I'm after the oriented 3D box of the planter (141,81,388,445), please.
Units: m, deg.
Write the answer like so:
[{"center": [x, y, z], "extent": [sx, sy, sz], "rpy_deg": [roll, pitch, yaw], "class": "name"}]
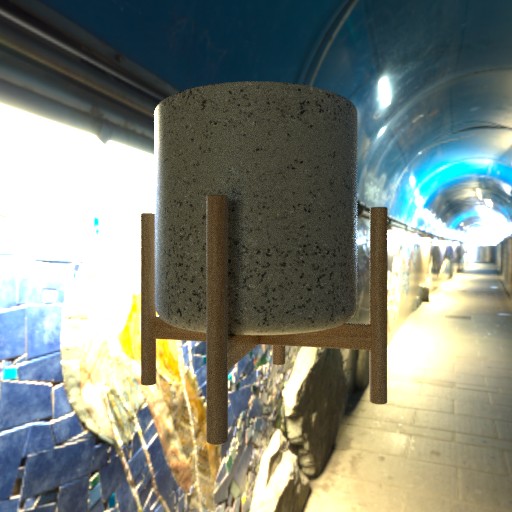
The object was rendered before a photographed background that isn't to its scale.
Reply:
[{"center": [0.000, 0.000, 0.681], "extent": [0.360, 0.419, 0.360], "rpy_deg": [0, 1, 37], "class": "planter"}]
